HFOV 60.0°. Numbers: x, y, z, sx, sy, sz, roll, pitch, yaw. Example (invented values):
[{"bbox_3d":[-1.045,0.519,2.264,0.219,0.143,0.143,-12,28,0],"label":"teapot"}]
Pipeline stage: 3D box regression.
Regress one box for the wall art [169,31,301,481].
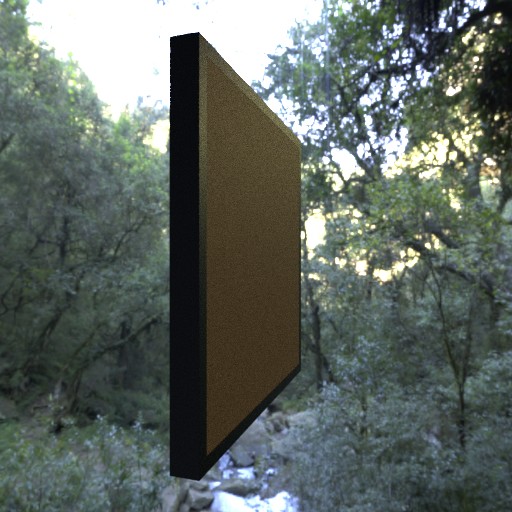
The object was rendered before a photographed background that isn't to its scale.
[{"bbox_3d":[0.000,0.000,0.746,0.038,0.508,0.508,0,0,19],"label":"wall art"}]
